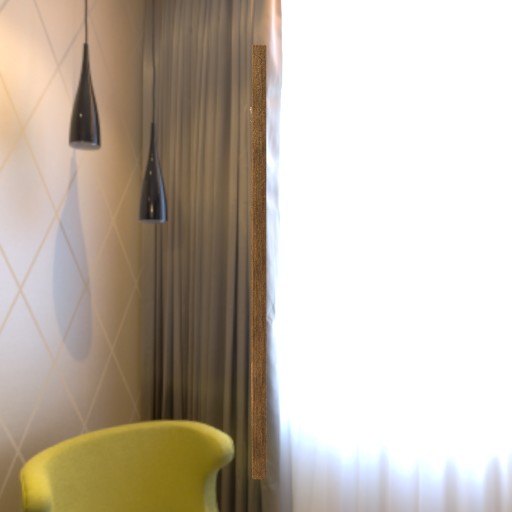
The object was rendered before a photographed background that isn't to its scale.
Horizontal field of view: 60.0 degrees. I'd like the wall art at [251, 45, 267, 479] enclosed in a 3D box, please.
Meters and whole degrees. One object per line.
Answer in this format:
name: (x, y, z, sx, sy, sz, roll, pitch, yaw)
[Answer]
wall art: (0.000, 0.000, 0.851, 0.021, 0.582, 0.561, 0, -1, -1)
